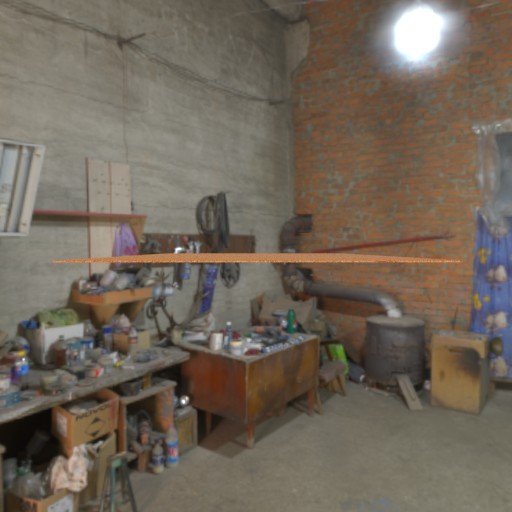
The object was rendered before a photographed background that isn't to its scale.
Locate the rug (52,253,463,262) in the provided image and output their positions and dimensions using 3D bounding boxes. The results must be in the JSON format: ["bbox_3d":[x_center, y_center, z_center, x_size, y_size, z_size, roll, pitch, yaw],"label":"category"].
[{"bbox_3d":[0.000,0.000,2.787,1.524,0.006,2.285,0,1,0],"label":"rug"}]
